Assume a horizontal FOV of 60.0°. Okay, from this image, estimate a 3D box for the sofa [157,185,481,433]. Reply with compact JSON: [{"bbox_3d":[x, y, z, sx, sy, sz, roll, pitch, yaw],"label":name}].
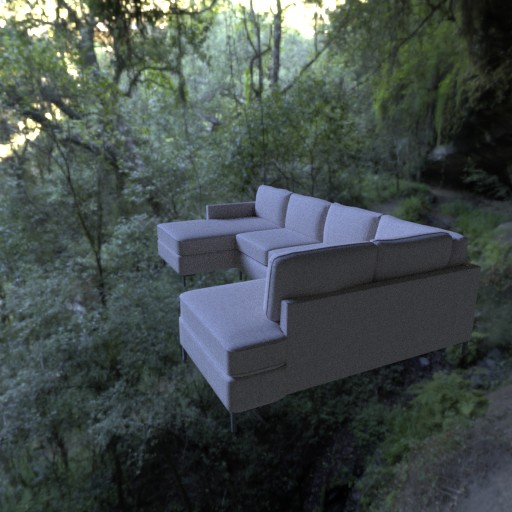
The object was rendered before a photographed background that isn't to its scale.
[{"bbox_3d":[0.000,0.000,4.300,2.021,0.996,3.423,-8,18,-25],"label":"sofa"}]
